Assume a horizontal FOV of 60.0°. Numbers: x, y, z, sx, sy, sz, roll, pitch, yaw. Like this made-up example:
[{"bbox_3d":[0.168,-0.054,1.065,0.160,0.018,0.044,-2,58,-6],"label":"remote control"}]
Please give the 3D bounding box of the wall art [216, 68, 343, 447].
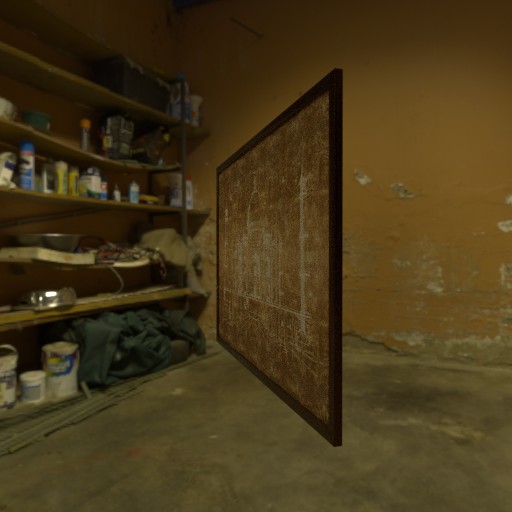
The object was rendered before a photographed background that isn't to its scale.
[{"bbox_3d":[0.000,0.000,1.044,0.014,0.559,0.816,0,1,-17],"label":"wall art"}]
